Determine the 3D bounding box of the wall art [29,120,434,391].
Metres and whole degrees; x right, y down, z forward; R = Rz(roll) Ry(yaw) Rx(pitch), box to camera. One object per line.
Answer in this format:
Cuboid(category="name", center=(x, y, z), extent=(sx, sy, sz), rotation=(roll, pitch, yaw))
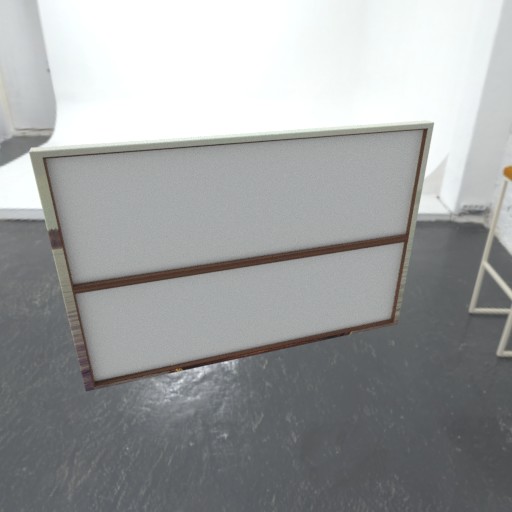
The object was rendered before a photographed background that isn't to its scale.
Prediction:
Cuboid(category="wall art", center=(0.000, 0.000, 1.403), extent=(1.149, 0.765, 0.040), rotation=(-9, 29, -16))
